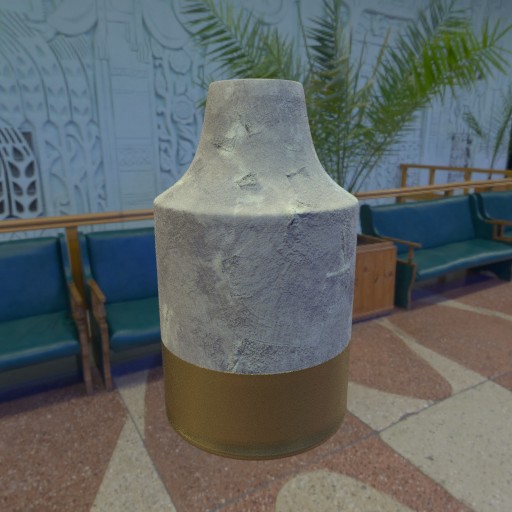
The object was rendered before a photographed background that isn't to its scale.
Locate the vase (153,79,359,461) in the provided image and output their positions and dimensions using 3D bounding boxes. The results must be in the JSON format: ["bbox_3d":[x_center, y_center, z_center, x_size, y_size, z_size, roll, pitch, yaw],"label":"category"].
[{"bbox_3d":[0.000,0.000,0.419,0.184,0.305,0.184,0,15,0],"label":"vase"}]
